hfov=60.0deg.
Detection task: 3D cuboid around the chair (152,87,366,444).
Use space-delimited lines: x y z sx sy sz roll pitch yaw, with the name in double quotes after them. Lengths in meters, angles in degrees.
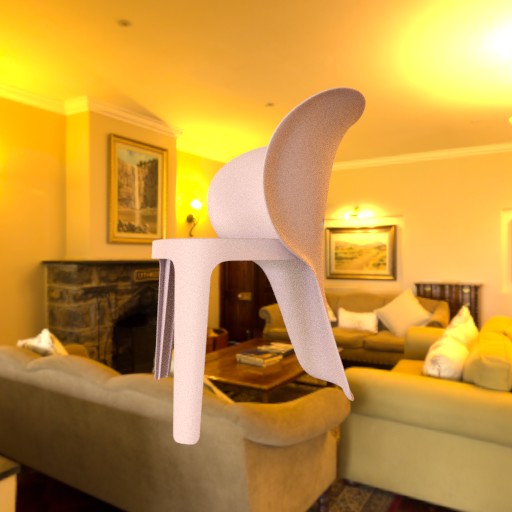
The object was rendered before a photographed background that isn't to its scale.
0.000 0.000 0.877 0.402 0.554 0.451 0 0 -18 "chair"
